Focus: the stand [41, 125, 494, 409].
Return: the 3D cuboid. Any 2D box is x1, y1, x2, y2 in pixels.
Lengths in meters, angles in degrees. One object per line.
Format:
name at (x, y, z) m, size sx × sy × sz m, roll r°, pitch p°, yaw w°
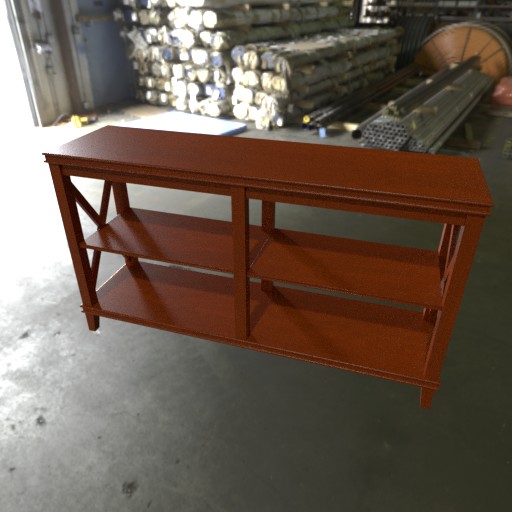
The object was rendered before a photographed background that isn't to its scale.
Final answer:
stand at (0.000, 0.000, 1.636) m, size 1.372 × 0.762 × 0.381 m, roll 9°, pitch 32°, yaw 15°
